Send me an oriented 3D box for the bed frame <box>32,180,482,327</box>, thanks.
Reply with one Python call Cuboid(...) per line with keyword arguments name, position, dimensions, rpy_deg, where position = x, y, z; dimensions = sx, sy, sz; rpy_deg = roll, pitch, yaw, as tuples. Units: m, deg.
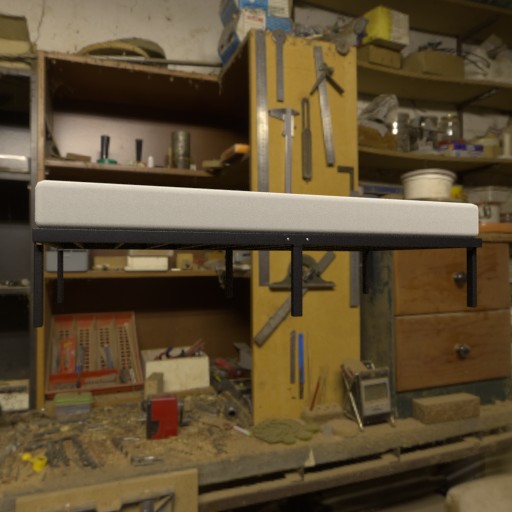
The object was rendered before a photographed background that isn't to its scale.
Cuboid(name="bed frame", position=(0.000, 0.000, 3.082), dimensions=(2.635, 0.680, 1.393), rpy_deg=(0, -1, -20))
